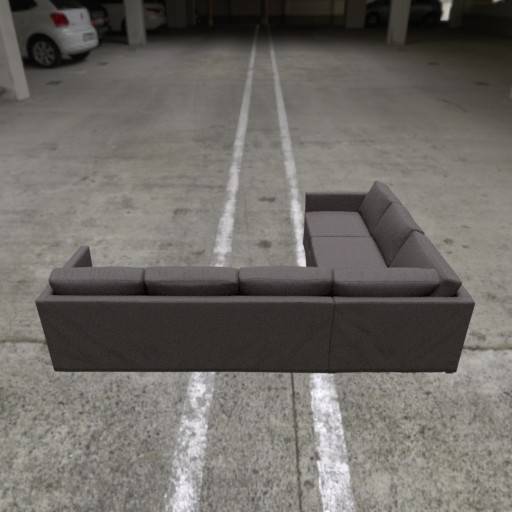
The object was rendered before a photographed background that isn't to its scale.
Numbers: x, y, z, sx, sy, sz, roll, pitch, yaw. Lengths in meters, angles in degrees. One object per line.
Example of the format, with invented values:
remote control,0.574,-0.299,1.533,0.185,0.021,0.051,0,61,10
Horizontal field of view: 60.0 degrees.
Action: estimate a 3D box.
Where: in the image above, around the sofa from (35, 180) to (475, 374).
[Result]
sofa,0.000,0.000,4.355,3.182,0.871,2.432,0,27,0
